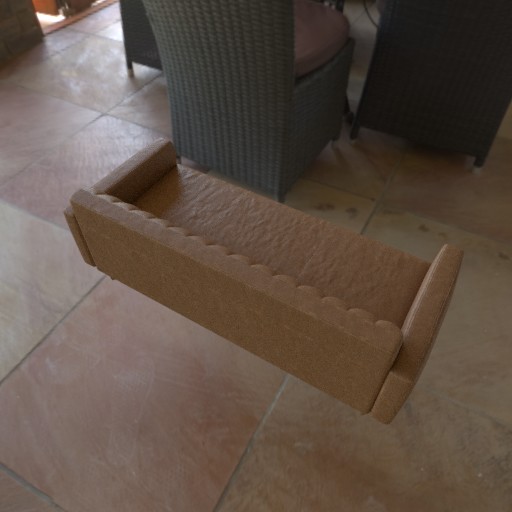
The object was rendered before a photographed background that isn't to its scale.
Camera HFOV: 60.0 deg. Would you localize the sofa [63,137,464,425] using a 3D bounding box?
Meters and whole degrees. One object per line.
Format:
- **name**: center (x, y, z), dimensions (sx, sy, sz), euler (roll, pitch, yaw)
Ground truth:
- **sofa**: center (0.000, 0.000, 2.808), dimensions (2.291, 0.821, 0.990), euler (24, 52, 20)
